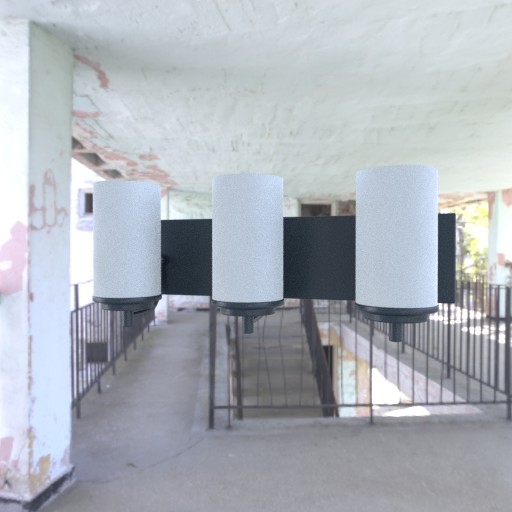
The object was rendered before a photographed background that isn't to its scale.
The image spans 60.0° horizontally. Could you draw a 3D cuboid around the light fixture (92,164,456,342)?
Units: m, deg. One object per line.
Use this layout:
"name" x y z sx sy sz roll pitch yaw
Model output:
"light fixture" 0.000 0.000 0.527 0.451 0.172 0.145 0 1 17
